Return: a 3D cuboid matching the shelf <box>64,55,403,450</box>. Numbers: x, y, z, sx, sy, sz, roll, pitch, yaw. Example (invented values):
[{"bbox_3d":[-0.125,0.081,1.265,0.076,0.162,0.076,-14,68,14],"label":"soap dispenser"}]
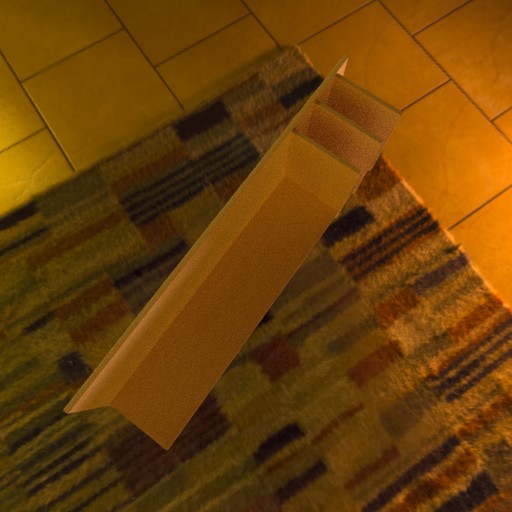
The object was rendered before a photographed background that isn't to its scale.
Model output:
[{"bbox_3d":[0.000,0.000,1.110,0.200,0.300,1.020,35,78,9],"label":"shelf"}]
